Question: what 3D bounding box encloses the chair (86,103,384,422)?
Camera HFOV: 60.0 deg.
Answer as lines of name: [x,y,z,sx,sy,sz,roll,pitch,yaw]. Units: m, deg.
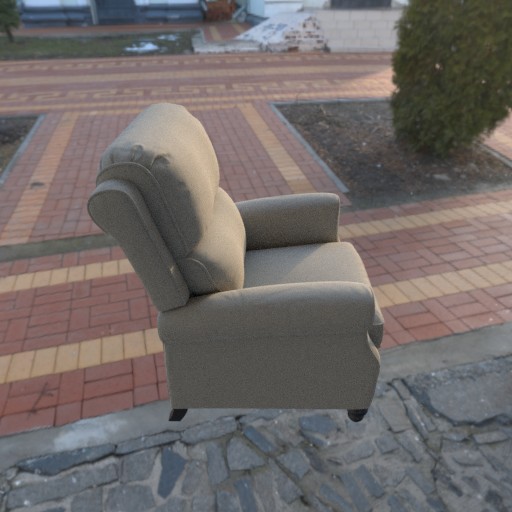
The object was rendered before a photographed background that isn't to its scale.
chair: [0.000,0.000,1.731,0.919,1.046,0.859,0,31,1]
